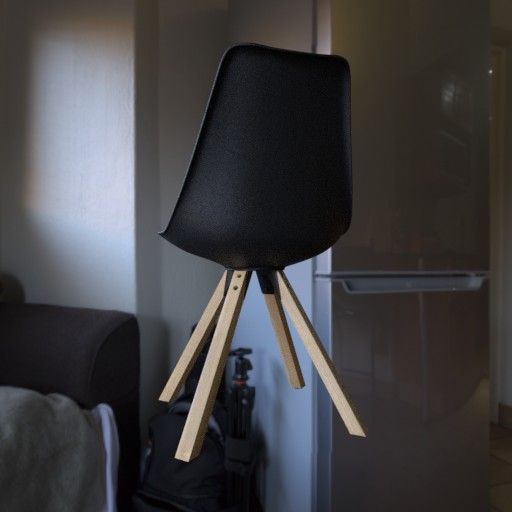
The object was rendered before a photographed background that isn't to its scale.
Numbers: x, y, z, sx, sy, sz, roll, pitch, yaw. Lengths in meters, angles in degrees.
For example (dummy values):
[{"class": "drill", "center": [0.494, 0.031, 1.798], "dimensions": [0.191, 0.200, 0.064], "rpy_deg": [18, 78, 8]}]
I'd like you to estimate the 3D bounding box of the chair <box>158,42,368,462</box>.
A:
[{"class": "chair", "center": [0.000, 0.000, 1.151], "dimensions": [0.485, 0.850, 0.549], "rpy_deg": [0, 1, -17]}]
